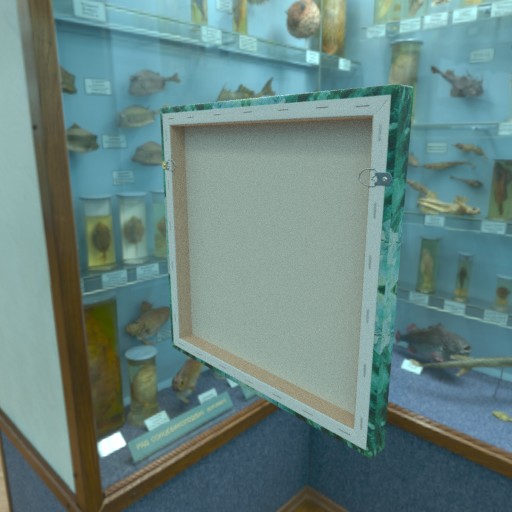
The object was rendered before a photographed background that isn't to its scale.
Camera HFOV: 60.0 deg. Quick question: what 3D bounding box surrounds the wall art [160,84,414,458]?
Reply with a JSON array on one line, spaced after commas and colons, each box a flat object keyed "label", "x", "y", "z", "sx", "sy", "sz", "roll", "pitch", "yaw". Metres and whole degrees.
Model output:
[{"label": "wall art", "x": 0.000, "y": 0.000, "z": 0.758, "sx": 0.038, "sy": 0.508, "sz": 0.507, "roll": -14, "pitch": 20, "yaw": -43}]
